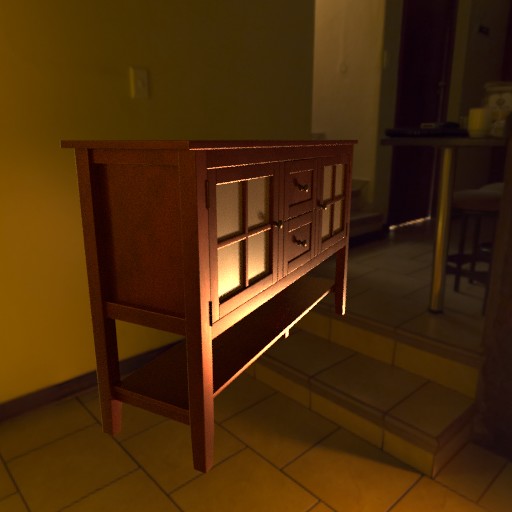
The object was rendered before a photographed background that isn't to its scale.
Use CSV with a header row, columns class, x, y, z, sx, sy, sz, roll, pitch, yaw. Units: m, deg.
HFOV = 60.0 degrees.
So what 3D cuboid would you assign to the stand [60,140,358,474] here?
class,x,y,z,sx,sy,sz,roll,pitch,yaw
stand,0.000,0.000,1.722,0.410,0.872,1.362,8,17,26
